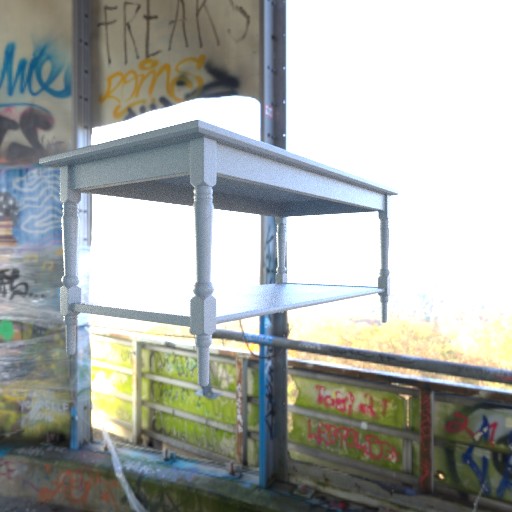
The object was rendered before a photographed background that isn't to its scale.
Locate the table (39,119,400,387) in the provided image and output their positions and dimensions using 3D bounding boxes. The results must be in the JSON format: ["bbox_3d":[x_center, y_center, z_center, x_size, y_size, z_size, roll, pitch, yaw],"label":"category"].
[{"bbox_3d":[0.000,0.000,1.409,0.551,0.506,1.109,0,0,36],"label":"table"}]
